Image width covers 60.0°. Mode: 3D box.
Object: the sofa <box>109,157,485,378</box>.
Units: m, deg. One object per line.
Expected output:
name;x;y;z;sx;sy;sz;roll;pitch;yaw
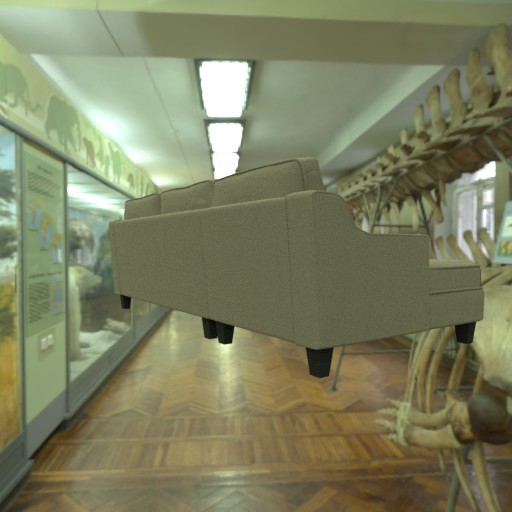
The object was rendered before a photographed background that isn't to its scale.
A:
sofa;0.000;0.000;3.093;1.294;0.928;2.561;-1;2;-35
